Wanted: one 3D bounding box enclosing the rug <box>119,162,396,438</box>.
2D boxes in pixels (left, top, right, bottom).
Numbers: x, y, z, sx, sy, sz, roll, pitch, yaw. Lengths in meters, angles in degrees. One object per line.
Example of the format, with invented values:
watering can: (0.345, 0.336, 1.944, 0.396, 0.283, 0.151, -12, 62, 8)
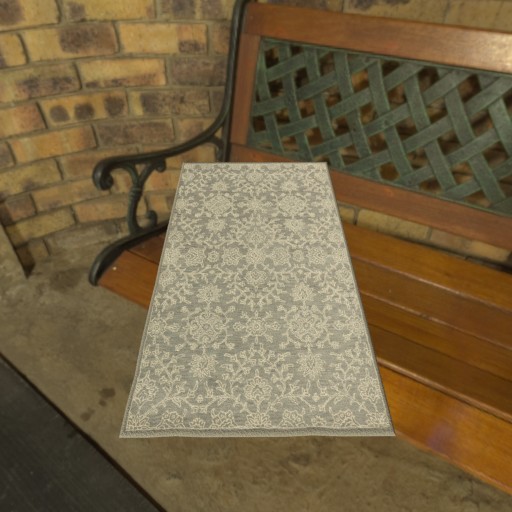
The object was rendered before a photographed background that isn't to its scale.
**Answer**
rug: (0.000, 0.000, 3.616, 1.546, 0.011, 3.048, 0, 41, 0)
